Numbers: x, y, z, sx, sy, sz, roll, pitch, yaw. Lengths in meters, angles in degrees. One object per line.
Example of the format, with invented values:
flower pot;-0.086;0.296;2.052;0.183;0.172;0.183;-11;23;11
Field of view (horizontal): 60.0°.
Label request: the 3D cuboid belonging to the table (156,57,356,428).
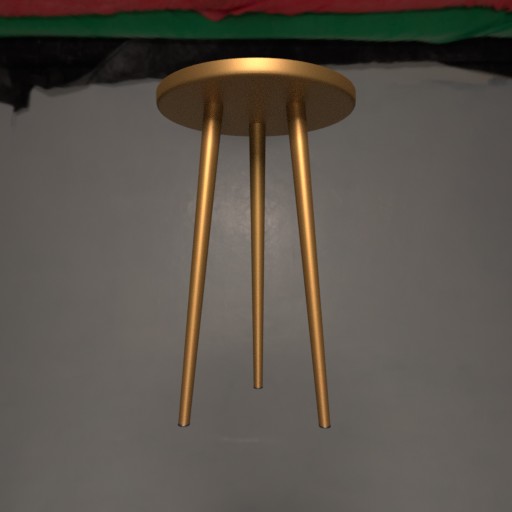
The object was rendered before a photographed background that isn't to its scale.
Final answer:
table;0.000;0.000;0.683;0.299;0.480;0.299;0;1;-1
